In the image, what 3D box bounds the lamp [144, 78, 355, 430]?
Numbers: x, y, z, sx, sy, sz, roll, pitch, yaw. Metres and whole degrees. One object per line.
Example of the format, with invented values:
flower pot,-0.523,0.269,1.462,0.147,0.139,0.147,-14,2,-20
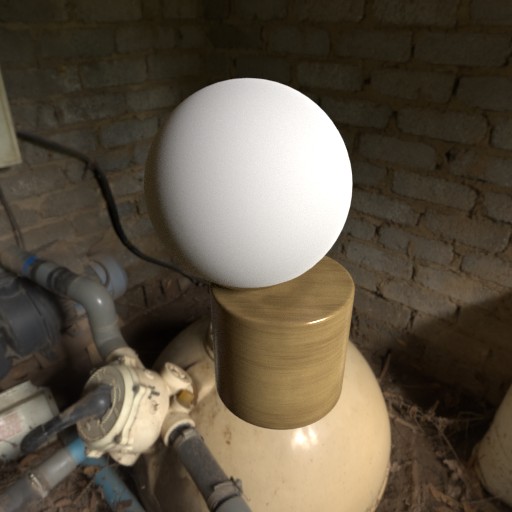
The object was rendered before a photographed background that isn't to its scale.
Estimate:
lamp,0.000,0.000,0.335,0.152,0.250,0.141,2,29,3
